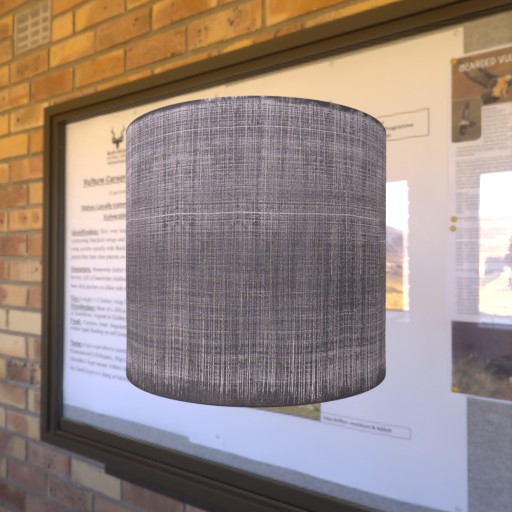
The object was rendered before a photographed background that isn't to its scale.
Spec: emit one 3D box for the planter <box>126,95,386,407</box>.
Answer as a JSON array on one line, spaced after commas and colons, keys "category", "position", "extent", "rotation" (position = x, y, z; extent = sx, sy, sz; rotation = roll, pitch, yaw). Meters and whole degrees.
[{"category": "planter", "position": [0.000, 0.000, 0.390], "extent": [0.221, 0.201, 0.221], "rotation": [0, -1, 0]}]
